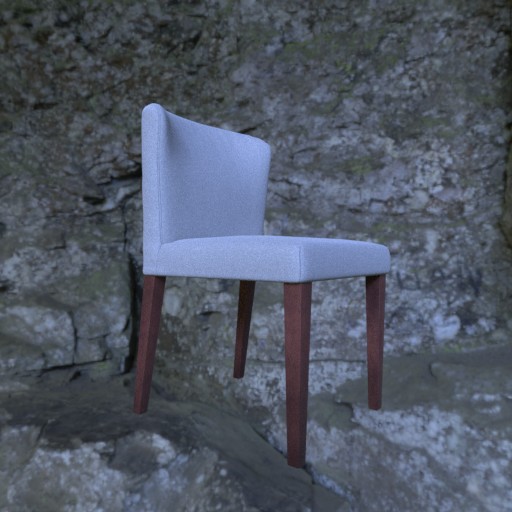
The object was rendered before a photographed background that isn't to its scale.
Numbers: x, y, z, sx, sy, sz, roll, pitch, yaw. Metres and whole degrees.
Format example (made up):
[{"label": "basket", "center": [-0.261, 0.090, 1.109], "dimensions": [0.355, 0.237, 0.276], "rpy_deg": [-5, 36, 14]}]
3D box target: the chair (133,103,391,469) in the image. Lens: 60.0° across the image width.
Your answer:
[{"label": "chair", "center": [0.000, 0.000, 1.210], "dimensions": [0.592, 0.839, 0.491], "rpy_deg": [0, 1, 37]}]
